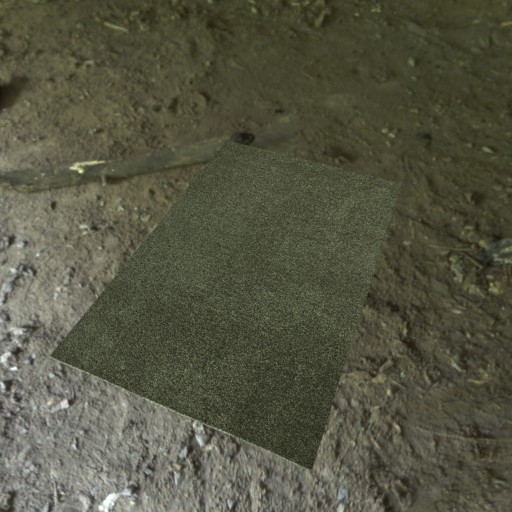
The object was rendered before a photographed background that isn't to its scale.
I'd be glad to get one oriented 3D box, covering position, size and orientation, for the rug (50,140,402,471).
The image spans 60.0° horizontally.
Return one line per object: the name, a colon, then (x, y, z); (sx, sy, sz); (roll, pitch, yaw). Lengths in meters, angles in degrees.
rug: (0.000, 0.000, 3.501); (1.802, 0.026, 2.699); (17, 50, 15)
